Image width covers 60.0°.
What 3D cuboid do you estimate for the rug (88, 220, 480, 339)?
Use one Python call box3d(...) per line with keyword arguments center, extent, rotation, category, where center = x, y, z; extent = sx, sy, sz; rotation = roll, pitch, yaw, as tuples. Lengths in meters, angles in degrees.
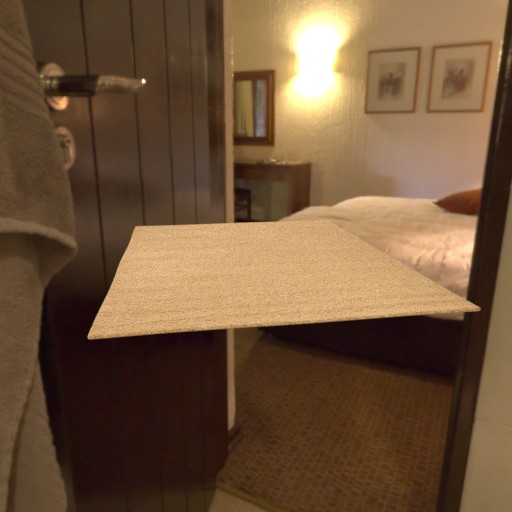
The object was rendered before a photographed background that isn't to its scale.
box3d(center=(0.000, 0.000, 4.064), extent=(2.400, 0.026, 3.000), rotation=(-3, 16, -9), category="rug")
